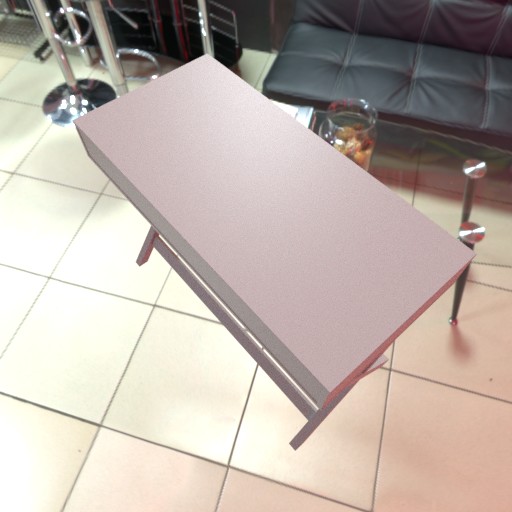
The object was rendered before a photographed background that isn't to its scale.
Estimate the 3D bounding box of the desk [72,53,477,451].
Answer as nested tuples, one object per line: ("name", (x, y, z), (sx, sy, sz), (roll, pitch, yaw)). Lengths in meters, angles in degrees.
("desk", (0.000, 0.000, 1.518), (0.525, 0.780, 1.057), (-36, 64, -21))
